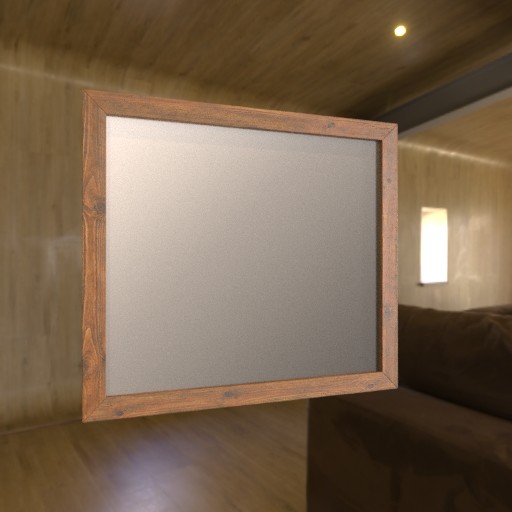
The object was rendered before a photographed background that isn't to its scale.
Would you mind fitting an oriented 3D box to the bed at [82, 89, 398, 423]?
[{"bbox_3d":[0.000,0.000,1.435,1.046,0.942,0.046,0,0,-18],"label":"bed"}]
